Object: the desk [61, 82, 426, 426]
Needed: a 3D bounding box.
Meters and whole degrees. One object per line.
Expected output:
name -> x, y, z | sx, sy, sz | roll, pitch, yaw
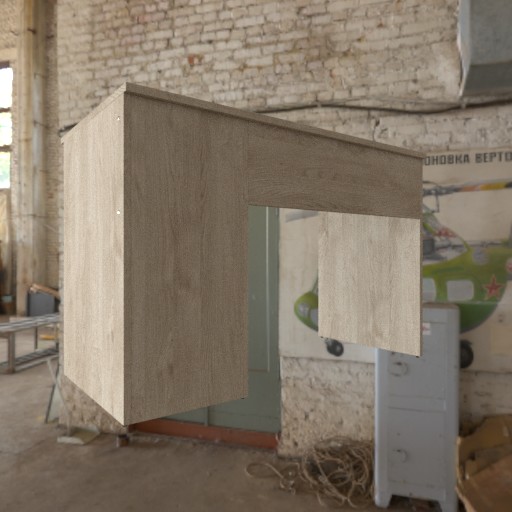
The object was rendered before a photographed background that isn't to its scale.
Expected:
desk -> 0.000, 0.000, 1.477 | 1.096, 0.730, 0.560 | 0, 0, -37
